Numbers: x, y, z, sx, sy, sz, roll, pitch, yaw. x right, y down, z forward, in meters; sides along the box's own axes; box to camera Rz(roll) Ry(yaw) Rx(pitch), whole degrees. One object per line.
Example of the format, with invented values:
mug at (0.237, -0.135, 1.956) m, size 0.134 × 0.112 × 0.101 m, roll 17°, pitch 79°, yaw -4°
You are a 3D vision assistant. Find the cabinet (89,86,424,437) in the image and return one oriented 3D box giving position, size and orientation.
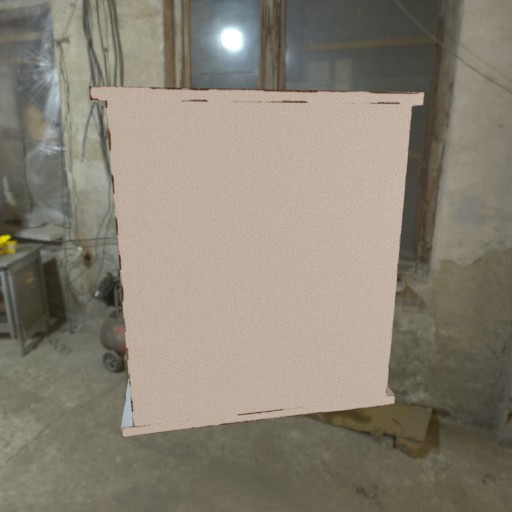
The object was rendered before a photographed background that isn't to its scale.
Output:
cabinet at (0.000, 0.000, 0.880) m, size 0.541 × 0.603 × 0.210 m, roll -3°, pitch 16°, yaw -11°
